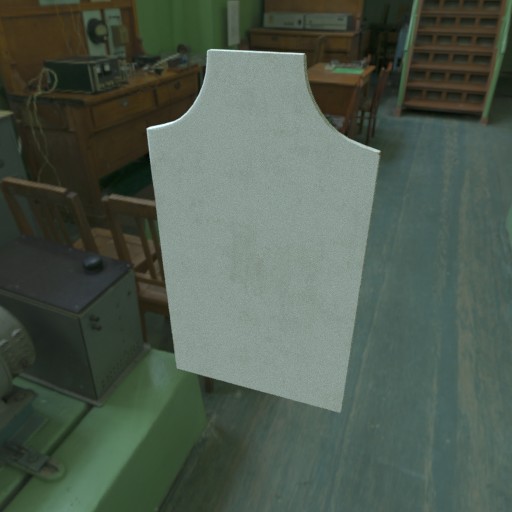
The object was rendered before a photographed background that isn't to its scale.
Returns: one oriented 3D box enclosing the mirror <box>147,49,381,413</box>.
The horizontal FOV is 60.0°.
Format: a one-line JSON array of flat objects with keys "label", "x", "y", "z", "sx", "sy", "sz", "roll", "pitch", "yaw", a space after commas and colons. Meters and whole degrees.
[{"label": "mirror", "x": 0.000, "y": 0.000, "z": 0.850, "sx": 0.403, "sy": 0.717, "sz": 0.022, "roll": 10, "pitch": 33, "yaw": 16}]
